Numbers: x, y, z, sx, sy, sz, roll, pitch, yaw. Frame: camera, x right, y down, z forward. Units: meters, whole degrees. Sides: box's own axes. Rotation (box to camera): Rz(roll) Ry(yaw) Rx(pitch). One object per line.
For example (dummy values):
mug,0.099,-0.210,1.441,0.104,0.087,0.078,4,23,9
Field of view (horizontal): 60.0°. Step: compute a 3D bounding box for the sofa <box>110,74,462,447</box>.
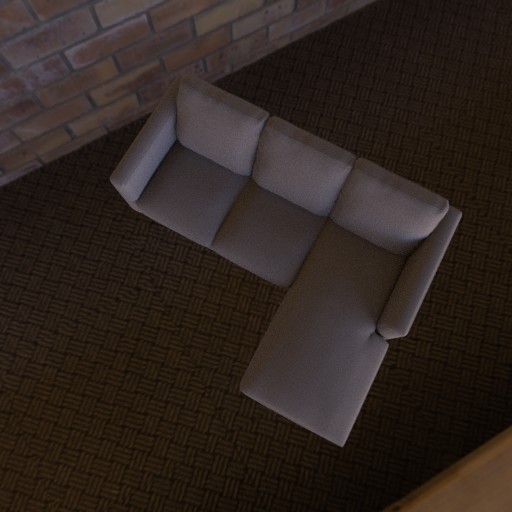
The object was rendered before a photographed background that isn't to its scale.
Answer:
sofa,0.000,0.000,2.894,2.031,0.897,1.591,28,78,6
